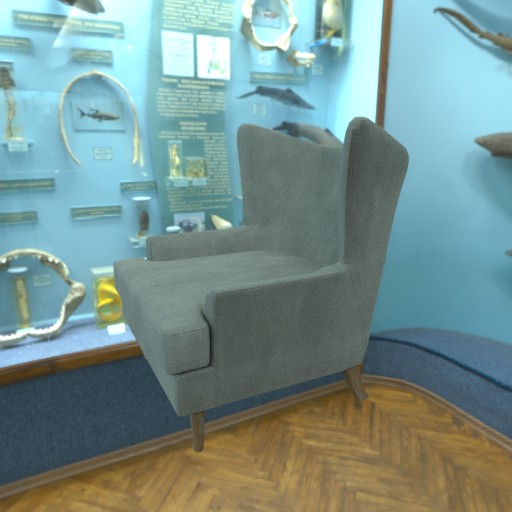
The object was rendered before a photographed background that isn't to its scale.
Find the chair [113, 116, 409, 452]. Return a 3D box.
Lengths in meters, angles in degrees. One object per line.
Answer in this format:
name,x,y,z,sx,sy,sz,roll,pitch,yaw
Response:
chair,0.000,0.000,1.616,0.906,0.950,0.784,-7,17,-26
